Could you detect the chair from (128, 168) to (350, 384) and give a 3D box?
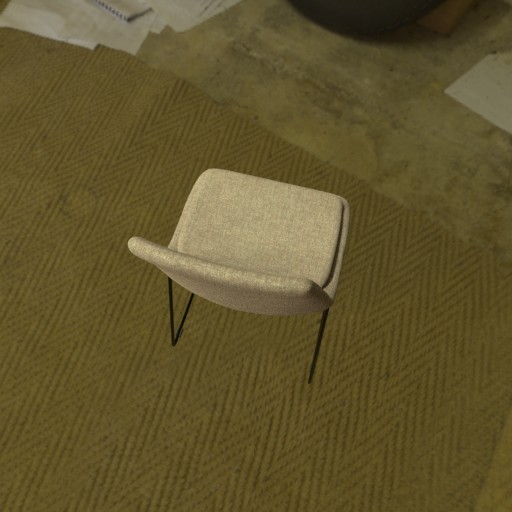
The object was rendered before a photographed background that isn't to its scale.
[{"bbox_3d":[0.000,0.000,1.167,0.479,0.858,0.518,14,64,7],"label":"chair"}]
